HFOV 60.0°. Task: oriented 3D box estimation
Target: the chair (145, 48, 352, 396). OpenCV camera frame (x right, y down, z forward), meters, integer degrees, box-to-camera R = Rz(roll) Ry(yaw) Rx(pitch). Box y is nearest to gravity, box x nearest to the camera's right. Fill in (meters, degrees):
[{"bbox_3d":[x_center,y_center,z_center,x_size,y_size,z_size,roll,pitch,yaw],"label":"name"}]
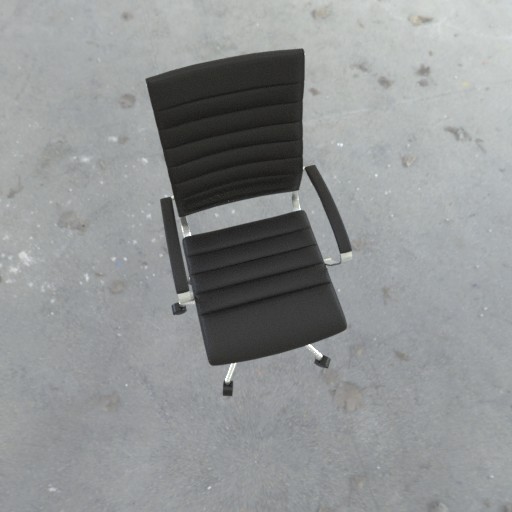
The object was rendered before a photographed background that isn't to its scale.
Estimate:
[{"bbox_3d":[0.000,0.000,1.577,0.766,1.149,0.739,-14,66,-6],"label":"chair"}]
